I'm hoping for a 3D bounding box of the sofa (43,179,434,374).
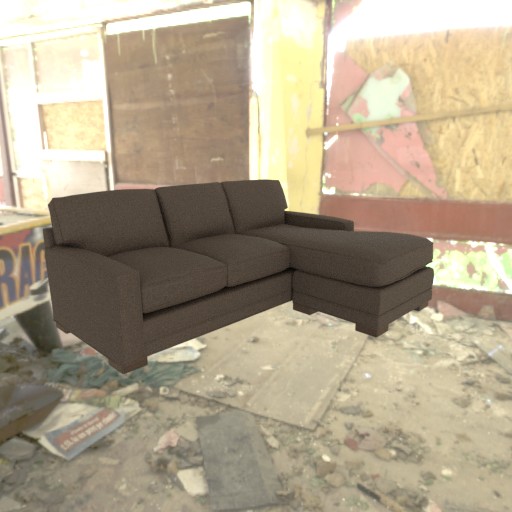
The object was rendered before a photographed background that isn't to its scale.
[{"bbox_3d":[0.000,0.000,3.289,1.790,0.973,2.370,14,20,43],"label":"sofa"}]
